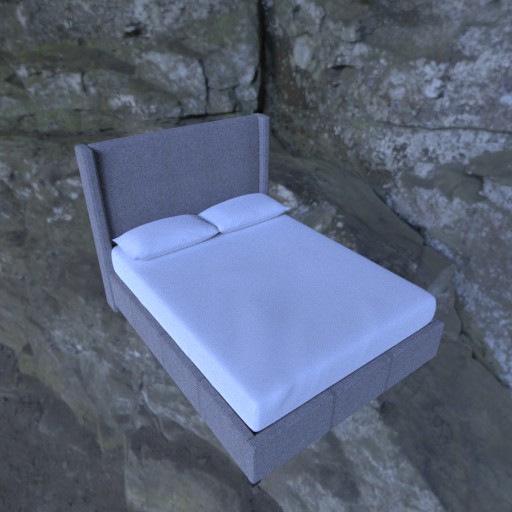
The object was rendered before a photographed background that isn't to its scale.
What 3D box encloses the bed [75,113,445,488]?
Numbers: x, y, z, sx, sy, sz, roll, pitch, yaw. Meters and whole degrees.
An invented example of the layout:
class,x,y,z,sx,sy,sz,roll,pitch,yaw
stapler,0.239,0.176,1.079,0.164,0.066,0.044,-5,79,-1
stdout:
class,x,y,z,sx,sy,sz,roll,pitch,yaw
bed,0.000,0.000,3.334,1.714,1.476,2.245,-21,37,-31
